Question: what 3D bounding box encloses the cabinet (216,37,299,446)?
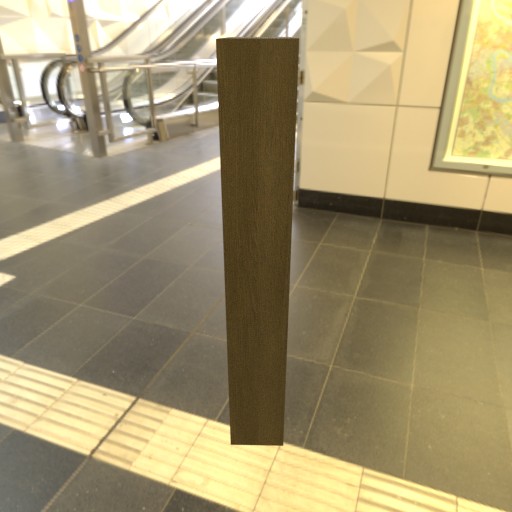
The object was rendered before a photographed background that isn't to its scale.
[{"bbox_3d":[0.000,0.000,1.843,0.255,1.630,0.520,1,27,1],"label":"cabinet"}]
